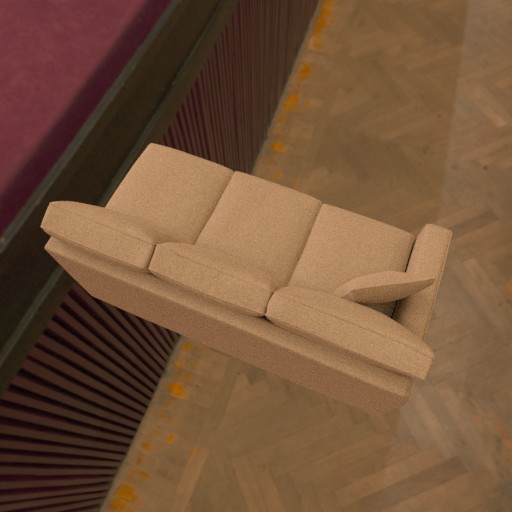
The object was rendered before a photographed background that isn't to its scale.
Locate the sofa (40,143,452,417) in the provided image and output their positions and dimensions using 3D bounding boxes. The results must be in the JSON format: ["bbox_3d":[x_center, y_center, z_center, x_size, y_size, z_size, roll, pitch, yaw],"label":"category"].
[{"bbox_3d":[0.000,0.000,2.566,1.962,0.946,1.034,21,66,10],"label":"sofa"}]
